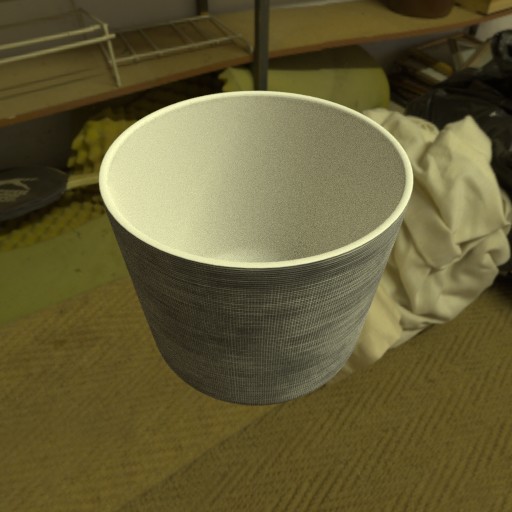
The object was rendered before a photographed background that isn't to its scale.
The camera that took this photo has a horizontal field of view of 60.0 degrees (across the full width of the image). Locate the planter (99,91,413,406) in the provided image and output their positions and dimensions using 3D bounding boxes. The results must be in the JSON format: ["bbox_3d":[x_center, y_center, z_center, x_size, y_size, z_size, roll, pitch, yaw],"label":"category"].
[{"bbox_3d":[0.000,0.000,0.777,0.440,0.398,0.440,0,45,0],"label":"planter"}]
